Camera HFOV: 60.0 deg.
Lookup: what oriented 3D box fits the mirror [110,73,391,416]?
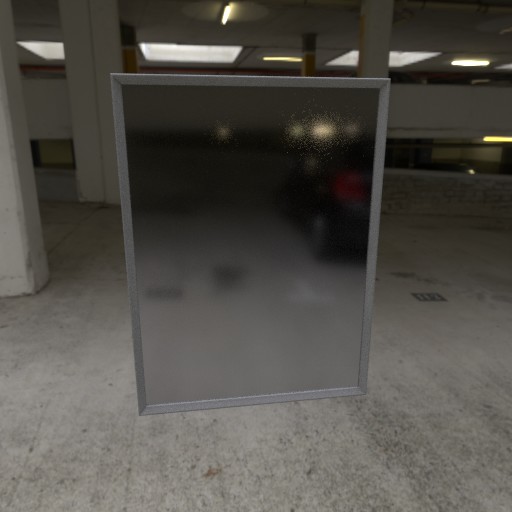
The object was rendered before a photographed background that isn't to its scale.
[{"bbox_3d":[0.000,0.000,1.350,0.762,1.016,0.041,-2,16,-9],"label":"mirror"}]
